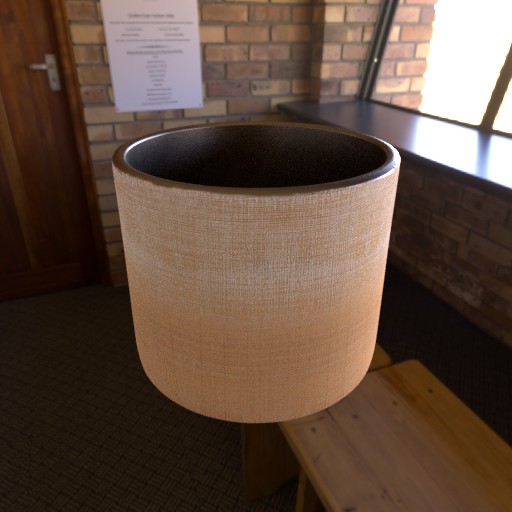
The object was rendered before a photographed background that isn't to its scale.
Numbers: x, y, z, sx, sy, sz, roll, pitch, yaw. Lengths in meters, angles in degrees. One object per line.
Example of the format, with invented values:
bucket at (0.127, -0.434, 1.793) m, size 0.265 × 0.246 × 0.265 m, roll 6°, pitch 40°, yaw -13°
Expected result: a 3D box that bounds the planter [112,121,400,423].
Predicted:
planter at (0.000, 0.000, 0.447) m, size 0.254 × 0.221 × 0.254 m, roll 0°, pitch 27°, yaw 0°
